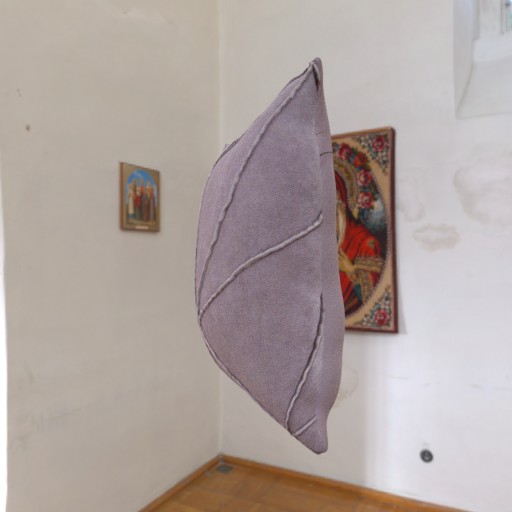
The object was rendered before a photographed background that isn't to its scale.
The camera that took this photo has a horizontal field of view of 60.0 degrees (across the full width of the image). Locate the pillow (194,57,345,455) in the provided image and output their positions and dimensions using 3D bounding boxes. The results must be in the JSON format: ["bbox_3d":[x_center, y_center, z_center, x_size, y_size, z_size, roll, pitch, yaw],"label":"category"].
[{"bbox_3d":[0.000,0.000,0.679,0.185,0.440,0.439,0,0,-17],"label":"pillow"}]
